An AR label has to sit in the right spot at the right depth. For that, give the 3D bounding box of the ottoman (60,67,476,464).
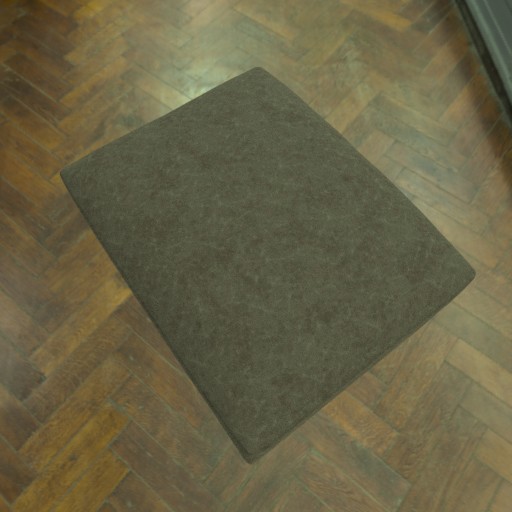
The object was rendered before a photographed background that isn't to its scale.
[{"bbox_3d":[0.000,0.000,1.092,0.584,0.513,0.741,-34,69,-15],"label":"ottoman"}]
